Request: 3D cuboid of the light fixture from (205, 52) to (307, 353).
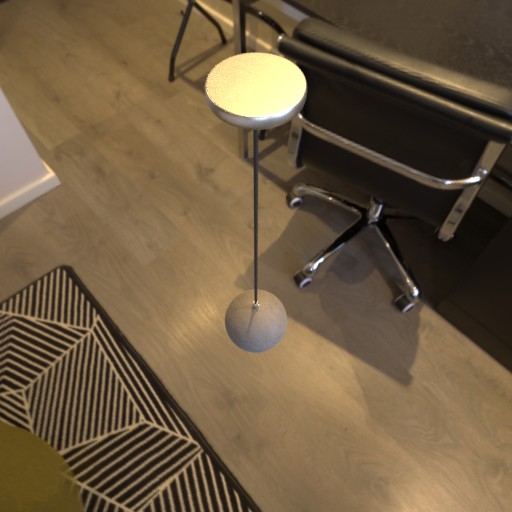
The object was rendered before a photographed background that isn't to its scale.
[{"bbox_3d":[0.000,0.000,0.836,0.153,0.760,0.153,15,59,9],"label":"light fixture"}]
